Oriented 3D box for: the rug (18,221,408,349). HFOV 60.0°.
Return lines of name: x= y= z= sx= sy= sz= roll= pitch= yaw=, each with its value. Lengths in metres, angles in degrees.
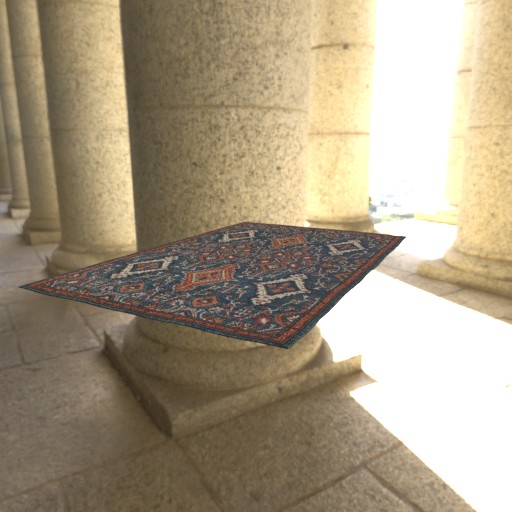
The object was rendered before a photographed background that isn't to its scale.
rug: x=0.000 y=0.000 z=4.168 sx=2.190 sy=0.008 sz=3.371 roll=7 pitch=15 yaw=27
